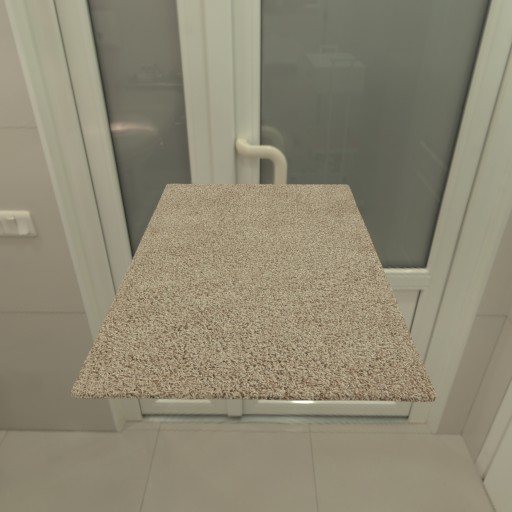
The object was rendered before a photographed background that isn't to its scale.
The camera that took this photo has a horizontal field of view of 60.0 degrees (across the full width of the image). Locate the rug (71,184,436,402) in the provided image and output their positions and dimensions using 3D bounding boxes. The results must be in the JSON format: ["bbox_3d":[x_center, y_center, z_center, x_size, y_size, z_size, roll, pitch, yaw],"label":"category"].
[{"bbox_3d":[0.000,0.000,2.219,1.219,0.030,1.778,0,32,1],"label":"rug"}]
